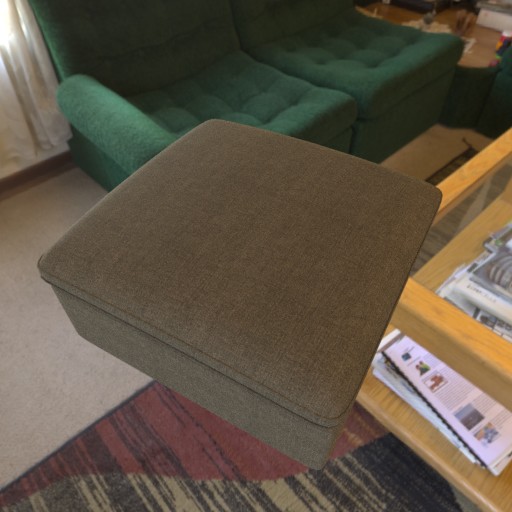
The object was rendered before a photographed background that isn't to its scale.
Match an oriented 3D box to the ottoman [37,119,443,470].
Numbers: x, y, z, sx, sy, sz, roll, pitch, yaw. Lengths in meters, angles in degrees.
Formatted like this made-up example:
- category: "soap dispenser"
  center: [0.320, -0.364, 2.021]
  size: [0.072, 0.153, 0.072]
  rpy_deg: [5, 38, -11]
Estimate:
- category: "ottoman"
  center: [0.000, 0.000, 1.660]
  size: [1.067, 0.559, 1.067]
  rpy_deg: [22, 51, 20]
